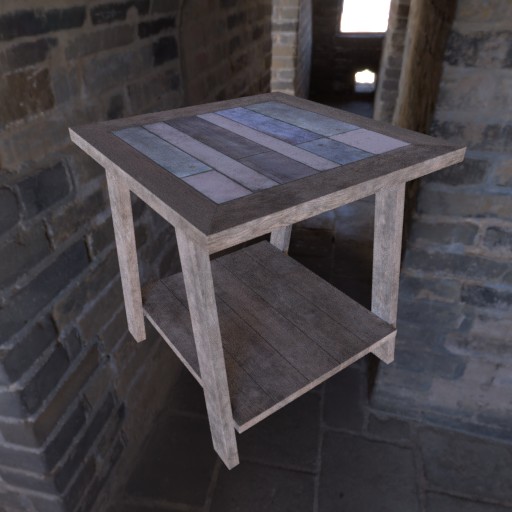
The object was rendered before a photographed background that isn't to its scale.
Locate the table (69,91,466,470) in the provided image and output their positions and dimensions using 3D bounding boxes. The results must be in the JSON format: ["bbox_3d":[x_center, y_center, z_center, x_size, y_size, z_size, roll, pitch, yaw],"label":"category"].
[{"bbox_3d":[0.000,0.000,1.115,0.610,0.610,0.610,-22,39,-30],"label":"table"}]
